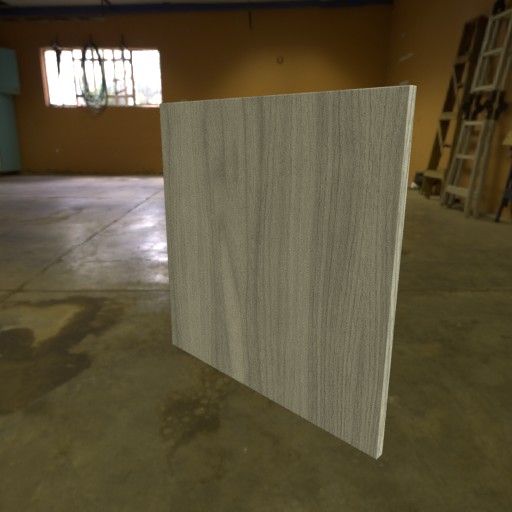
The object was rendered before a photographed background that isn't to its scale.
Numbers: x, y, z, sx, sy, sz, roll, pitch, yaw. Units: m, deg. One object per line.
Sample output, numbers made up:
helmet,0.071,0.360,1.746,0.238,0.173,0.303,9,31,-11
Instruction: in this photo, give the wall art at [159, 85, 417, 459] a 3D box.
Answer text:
wall art,0.000,0.000,0.749,0.508,0.507,0.016,15,22,43
